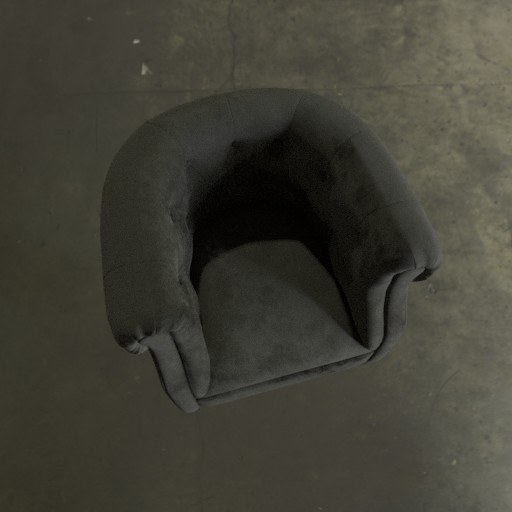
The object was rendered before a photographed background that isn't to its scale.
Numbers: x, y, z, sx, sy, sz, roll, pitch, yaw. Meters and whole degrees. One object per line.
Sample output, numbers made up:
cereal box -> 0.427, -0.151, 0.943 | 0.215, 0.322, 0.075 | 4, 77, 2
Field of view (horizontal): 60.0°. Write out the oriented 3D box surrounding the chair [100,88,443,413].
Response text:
chair -> 0.000, 0.000, 1.566 | 0.904, 0.826, 0.851 | -13, 64, -7
